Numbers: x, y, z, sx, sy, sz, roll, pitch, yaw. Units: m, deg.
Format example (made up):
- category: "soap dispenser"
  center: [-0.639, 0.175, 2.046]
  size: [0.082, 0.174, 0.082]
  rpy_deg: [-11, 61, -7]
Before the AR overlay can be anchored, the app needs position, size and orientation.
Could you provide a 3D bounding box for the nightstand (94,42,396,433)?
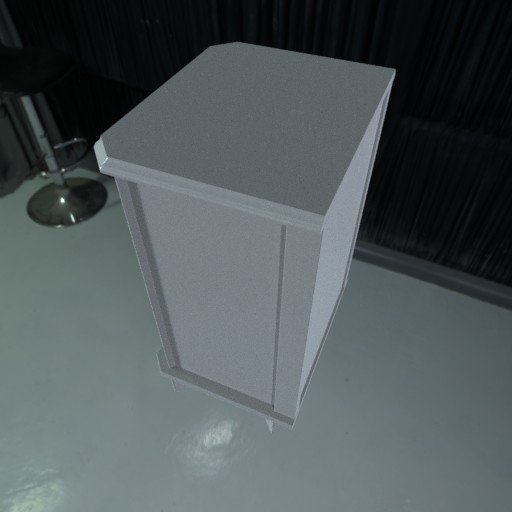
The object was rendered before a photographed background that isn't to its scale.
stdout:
- category: "nightstand"
  center: [0.000, 0.000, 0.927]
  size: [0.348, 0.680, 0.435]
  rpy_deg: [17, 49, 16]
